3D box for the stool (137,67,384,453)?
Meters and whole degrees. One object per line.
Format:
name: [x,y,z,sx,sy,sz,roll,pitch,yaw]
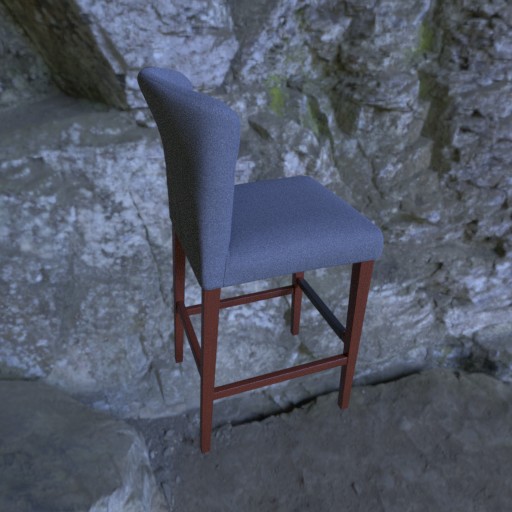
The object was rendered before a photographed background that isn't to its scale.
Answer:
stool: [0.000,0.000,1.346,0.568,1.069,0.481,-10,32,-17]
